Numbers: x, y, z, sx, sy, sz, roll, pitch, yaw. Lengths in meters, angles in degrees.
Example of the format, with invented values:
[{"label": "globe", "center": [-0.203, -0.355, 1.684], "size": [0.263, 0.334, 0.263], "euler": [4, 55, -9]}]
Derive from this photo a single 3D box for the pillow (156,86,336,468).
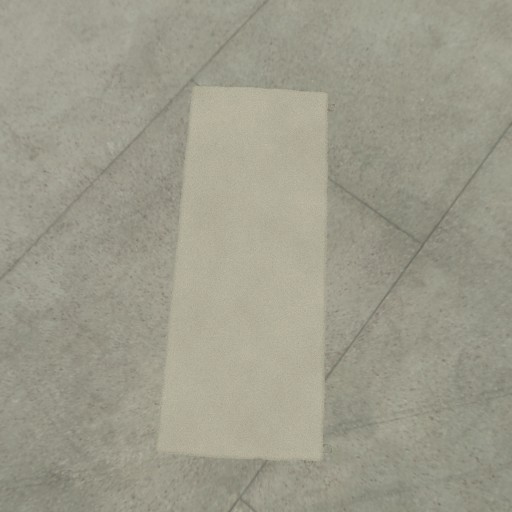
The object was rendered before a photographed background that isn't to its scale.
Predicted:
[{"label": "pillow", "center": [0.000, 0.000, 1.362], "size": [0.492, 0.081, 1.187], "euler": [3, 75, 1]}]
